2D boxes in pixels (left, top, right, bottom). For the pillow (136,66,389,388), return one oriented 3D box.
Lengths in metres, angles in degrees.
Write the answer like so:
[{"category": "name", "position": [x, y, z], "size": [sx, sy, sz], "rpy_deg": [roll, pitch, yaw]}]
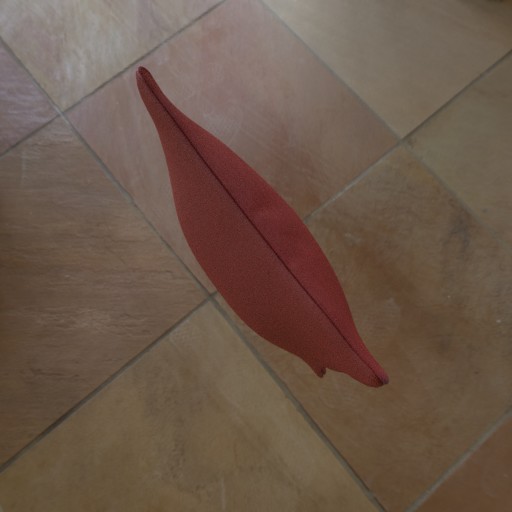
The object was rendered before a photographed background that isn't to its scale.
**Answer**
[{"category": "pillow", "position": [0.000, 0.000, 0.659], "size": [0.151, 0.416, 0.435], "rpy_deg": [-36, 79, -8]}]
